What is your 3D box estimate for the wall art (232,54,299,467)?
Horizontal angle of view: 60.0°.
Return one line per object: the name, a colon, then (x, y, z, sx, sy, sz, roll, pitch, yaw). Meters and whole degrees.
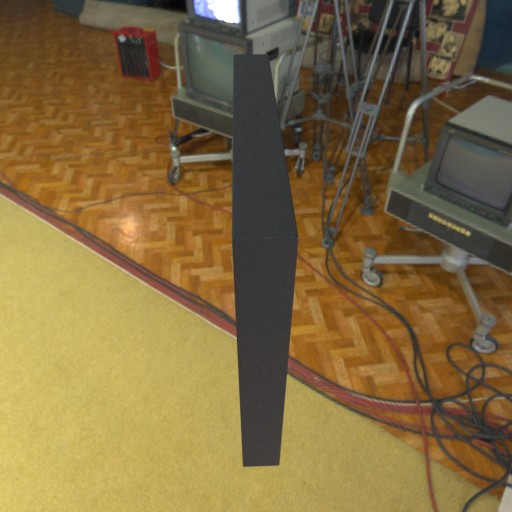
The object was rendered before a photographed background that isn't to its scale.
wall art: (0.000, 0.000, 0.463, 0.037, 0.305, 0.305, -1, 42, -1)
